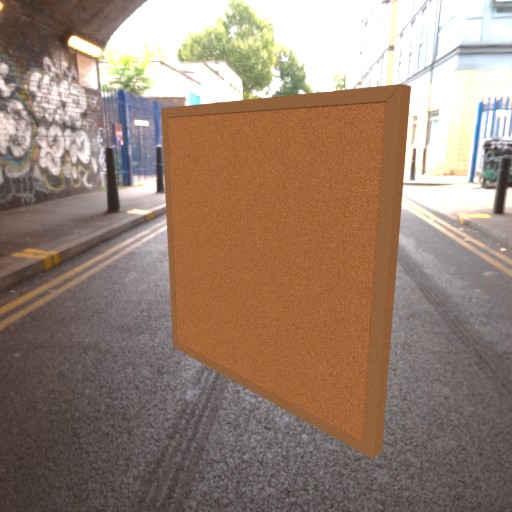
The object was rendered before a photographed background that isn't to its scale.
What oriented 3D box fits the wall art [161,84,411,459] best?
[{"bbox_3d":[0.000,0.000,1.139,0.037,0.761,0.761,-13,20,-43],"label":"wall art"}]
